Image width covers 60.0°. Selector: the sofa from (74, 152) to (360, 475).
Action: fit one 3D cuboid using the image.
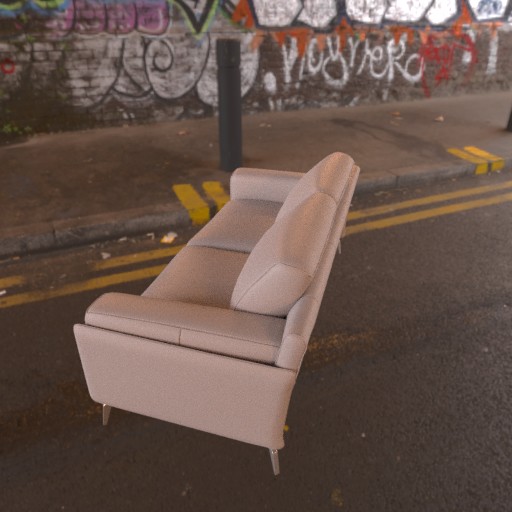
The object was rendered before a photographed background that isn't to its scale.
[{"bbox_3d":[0.000,0.000,2.605,1.049,0.930,2.101,8,30,15],"label":"sofa"}]
